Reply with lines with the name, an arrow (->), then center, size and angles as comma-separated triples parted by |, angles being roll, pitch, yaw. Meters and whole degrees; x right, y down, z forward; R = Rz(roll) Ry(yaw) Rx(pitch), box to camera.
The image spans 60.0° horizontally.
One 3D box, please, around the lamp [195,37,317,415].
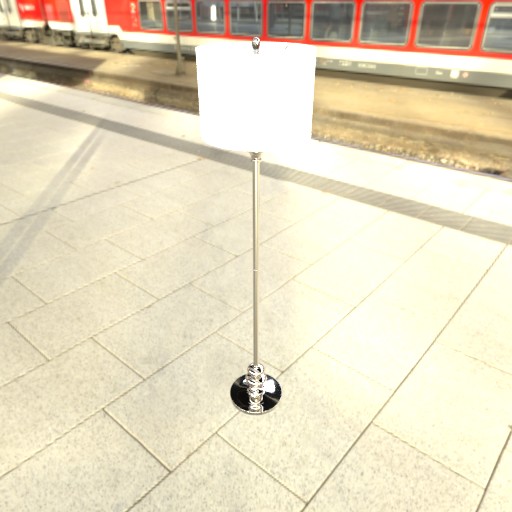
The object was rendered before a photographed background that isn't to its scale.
lamp -> 0.000, 0.000, 1.677 | 0.356, 1.487, 0.356 | 22, 37, 33
